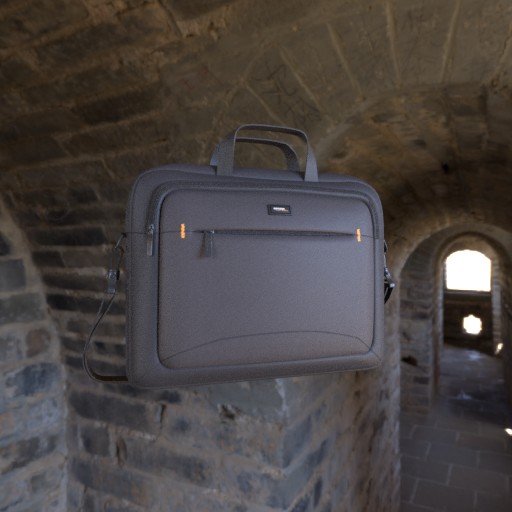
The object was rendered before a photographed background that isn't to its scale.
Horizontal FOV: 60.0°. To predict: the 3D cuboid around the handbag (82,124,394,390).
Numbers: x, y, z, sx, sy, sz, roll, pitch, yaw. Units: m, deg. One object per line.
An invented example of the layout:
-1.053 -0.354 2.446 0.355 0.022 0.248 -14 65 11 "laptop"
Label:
0.000 0.000 0.585 0.429 0.330 0.126 0 -1 -19 "handbag"
